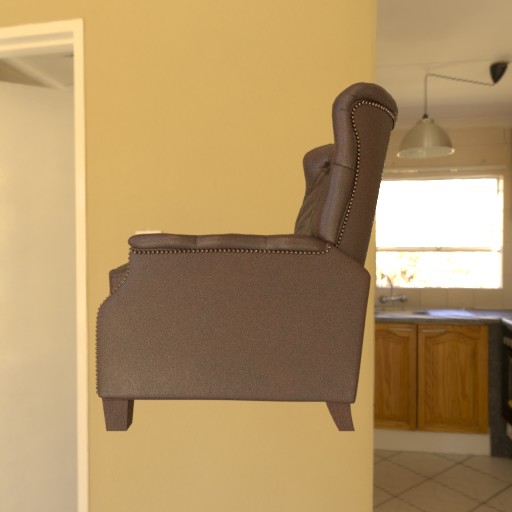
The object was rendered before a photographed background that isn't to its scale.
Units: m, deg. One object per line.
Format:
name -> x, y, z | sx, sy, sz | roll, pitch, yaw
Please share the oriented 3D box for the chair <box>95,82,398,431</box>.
chair -> 0.000, 0.000, 1.426 | 0.823, 0.864, 0.709 | 0, 1, 0
